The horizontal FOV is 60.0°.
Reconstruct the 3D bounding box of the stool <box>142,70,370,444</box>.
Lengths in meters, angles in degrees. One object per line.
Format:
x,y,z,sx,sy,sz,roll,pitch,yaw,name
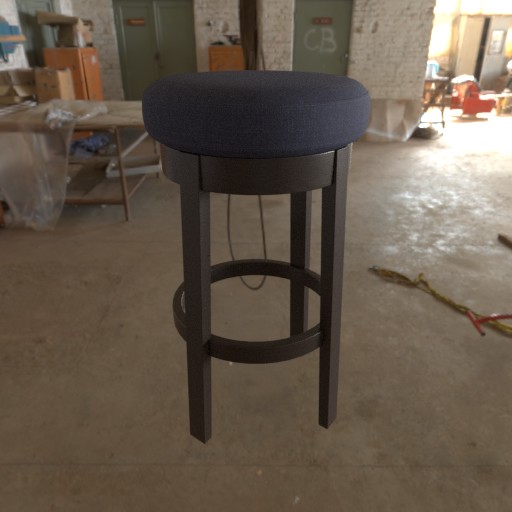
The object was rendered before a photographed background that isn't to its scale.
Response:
0.000,0.000,0.996,0.446,0.758,0.446,0,27,0,stool
